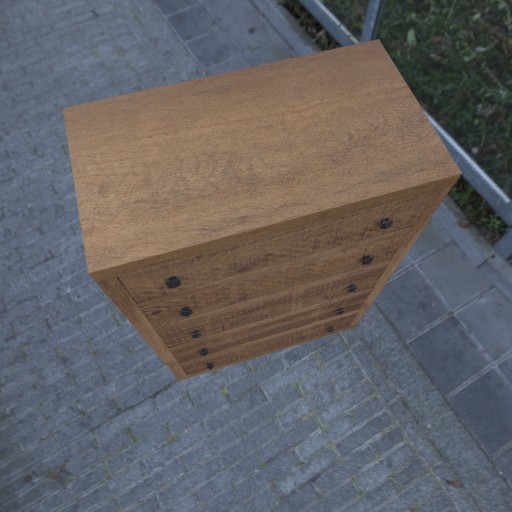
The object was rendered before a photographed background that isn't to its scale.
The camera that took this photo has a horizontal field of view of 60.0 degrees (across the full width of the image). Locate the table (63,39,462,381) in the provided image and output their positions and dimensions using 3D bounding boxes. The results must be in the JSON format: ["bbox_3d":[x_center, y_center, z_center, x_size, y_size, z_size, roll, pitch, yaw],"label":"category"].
[{"bbox_3d":[0.000,0.000,1.694,0.901,1.294,0.524,-15,65,-7],"label":"table"}]
